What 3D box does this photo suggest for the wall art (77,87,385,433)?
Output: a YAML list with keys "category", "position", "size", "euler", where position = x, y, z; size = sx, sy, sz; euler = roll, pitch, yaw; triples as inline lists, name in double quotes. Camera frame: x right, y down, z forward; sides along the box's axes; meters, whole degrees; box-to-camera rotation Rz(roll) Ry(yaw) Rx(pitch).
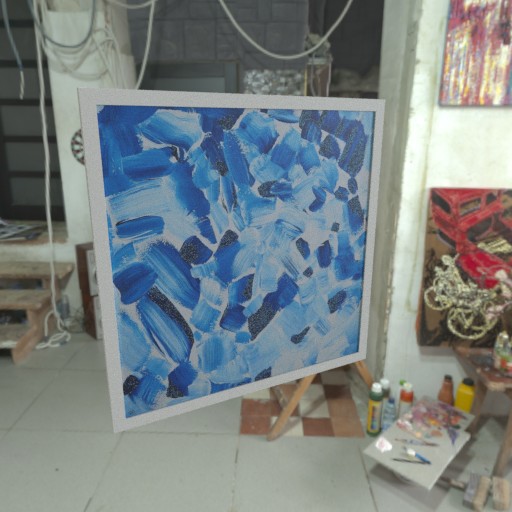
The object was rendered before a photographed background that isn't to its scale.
- category: "wall art"
  position: [0.000, 0.000, 0.963]
  size: [0.660, 0.660, 0.015]
  euler: [-8, 18, -27]
